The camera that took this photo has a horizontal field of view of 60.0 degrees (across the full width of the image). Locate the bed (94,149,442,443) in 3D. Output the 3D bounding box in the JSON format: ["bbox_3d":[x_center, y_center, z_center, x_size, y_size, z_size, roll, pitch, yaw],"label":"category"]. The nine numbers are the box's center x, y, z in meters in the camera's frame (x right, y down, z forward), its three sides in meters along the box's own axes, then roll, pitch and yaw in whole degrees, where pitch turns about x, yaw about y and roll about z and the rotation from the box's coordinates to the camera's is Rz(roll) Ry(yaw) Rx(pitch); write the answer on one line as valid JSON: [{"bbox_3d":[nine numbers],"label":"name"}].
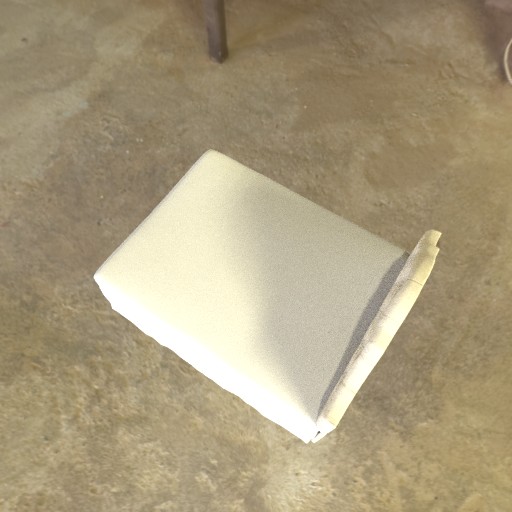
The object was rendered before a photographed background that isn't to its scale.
[{"bbox_3d":[0.000,0.000,3.262,2.092,1.575,1.627,31,67,15],"label":"bed"}]
